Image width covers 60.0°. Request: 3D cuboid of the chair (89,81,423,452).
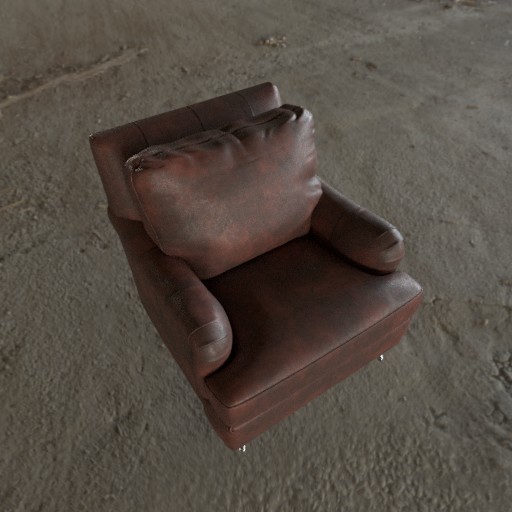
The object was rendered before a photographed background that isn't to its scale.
[{"bbox_3d":[0.000,0.000,1.952,0.987,1.051,1.156,-25,51,-22],"label":"chair"}]
